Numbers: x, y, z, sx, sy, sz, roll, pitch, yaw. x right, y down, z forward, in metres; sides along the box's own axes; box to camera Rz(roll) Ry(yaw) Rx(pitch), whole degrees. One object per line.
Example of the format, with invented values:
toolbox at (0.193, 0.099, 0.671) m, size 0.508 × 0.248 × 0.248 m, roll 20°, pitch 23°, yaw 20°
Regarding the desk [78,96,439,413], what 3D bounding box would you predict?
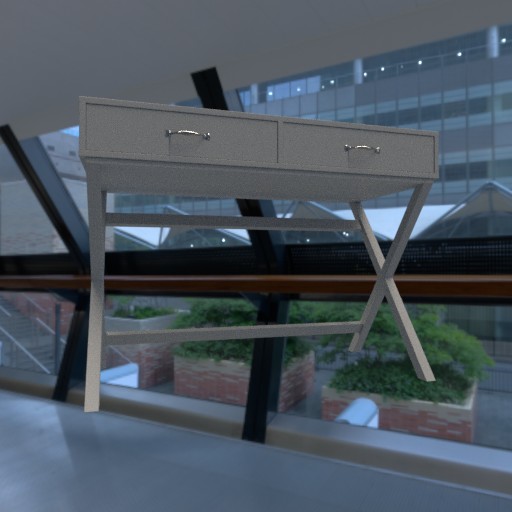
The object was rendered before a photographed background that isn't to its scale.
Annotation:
desk at (0.000, 0.000, 1.472) m, size 1.057 × 0.780 × 0.525 m, roll 0°, pitch -1°, yaw -17°
